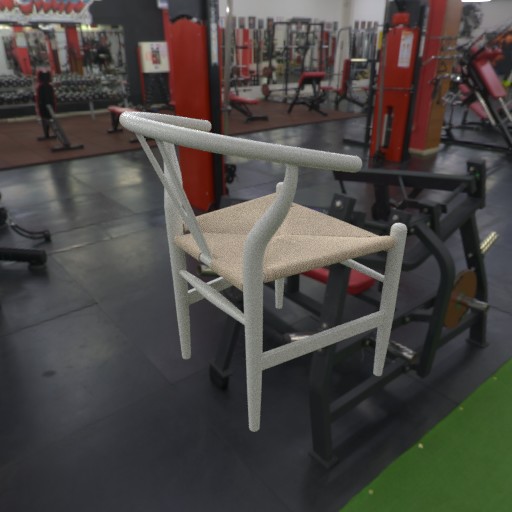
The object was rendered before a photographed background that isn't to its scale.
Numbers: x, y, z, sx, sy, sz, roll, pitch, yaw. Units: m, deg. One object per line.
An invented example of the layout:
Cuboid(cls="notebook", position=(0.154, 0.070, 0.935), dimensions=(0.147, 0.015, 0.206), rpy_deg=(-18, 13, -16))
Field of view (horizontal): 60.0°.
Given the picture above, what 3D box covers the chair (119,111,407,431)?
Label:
Cuboid(cls="chair", position=(0.000, 0.000, 1.135), dimensions=(0.579, 0.730, 0.569), rpy_deg=(-18, 31, -33))
